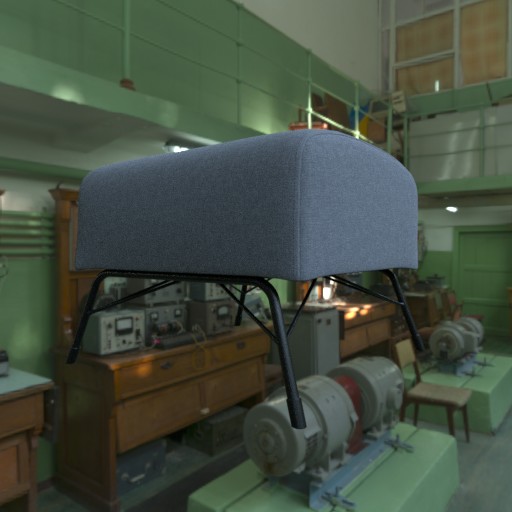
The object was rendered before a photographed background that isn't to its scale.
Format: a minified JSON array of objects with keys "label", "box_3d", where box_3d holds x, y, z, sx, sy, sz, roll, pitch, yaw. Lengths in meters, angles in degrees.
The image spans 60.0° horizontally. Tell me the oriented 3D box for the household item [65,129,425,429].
[{"label":"household item","box_3d":[0.000,0.000,0.904,0.530,0.410,0.530,1,1,36]}]
